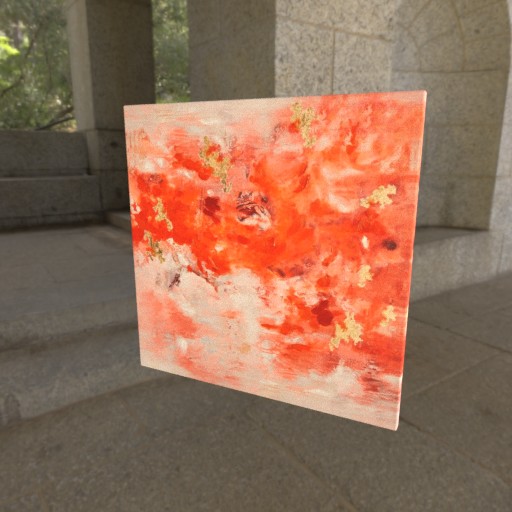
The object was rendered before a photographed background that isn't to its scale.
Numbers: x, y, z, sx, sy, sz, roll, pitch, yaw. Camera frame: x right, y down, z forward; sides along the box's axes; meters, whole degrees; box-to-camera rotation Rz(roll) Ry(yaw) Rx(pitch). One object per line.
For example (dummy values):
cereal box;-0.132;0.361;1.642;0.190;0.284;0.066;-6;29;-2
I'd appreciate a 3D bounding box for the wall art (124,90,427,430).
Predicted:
wall art;0.000;0.000;1.315;0.878;0.878;0.066;6;15;25
